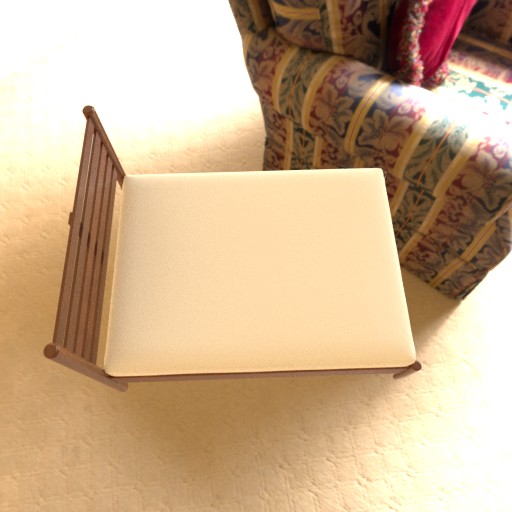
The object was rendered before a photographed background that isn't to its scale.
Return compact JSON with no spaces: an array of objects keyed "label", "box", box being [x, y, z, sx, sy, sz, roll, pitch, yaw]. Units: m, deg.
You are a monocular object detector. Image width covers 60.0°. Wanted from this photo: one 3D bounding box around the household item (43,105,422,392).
[{"label":"household item","box":[0.000,0.000,3.211,2.232,1.356,1.663,-2,66,-1]}]
